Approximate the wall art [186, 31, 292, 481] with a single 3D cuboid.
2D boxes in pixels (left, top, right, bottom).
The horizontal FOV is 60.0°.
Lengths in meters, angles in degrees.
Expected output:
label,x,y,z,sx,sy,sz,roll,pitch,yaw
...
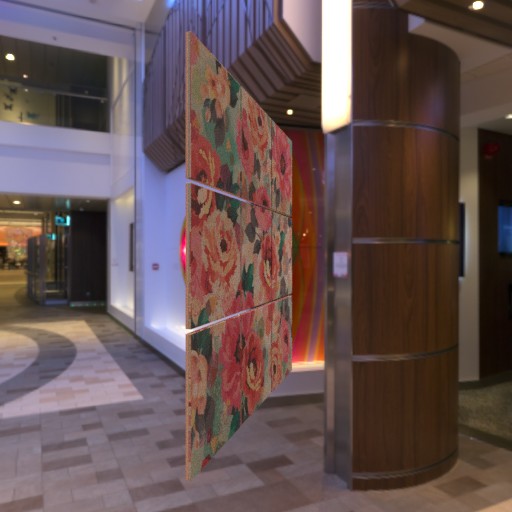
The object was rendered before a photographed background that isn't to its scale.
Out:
label,x,y,z,sx,sy,sz,roll,pitch,yaw
wall art,0.000,0.000,1.332,0.012,0.910,0.911,0,0,18
